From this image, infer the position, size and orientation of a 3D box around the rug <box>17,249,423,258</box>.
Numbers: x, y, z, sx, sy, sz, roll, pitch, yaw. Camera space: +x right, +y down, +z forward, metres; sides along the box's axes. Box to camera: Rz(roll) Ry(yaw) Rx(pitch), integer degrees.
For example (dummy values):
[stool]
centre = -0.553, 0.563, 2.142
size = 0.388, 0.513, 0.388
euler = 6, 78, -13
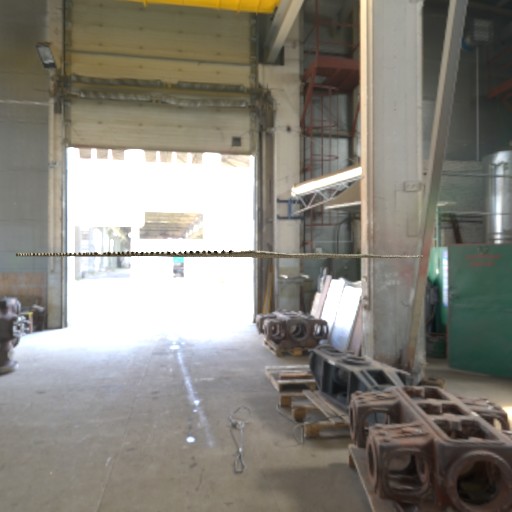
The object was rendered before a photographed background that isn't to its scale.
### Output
[rug]
centre = 0.000, 0.000, 2.960
size = 1.530, 0.025, 2.431
euler = 0, -1, 36
